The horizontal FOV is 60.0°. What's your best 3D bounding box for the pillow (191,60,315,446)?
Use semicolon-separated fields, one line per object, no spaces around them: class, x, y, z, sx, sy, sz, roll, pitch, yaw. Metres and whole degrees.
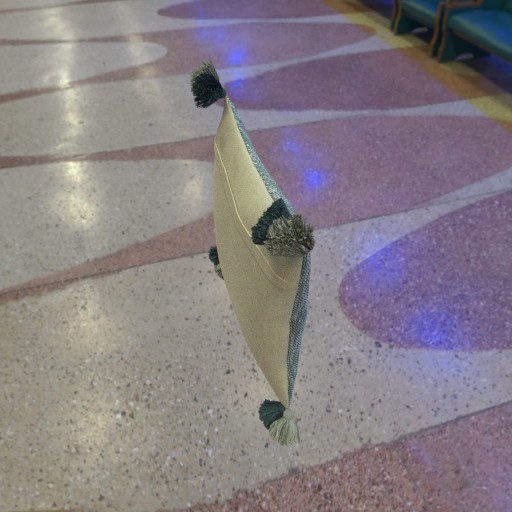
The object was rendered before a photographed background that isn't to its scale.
pillow;0.000;0.000;0.929;0.138;0.634;0.614;-12;47;-11
